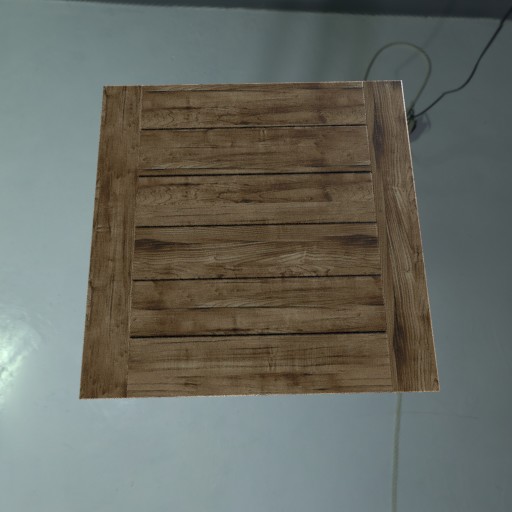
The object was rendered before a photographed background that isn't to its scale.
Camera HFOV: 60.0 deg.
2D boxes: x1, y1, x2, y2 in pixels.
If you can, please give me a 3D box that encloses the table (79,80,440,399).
[{"bbox_3d":[0.000,0.000,1.047,0.610,0.457,0.610,-1,75,0],"label":"table"}]
